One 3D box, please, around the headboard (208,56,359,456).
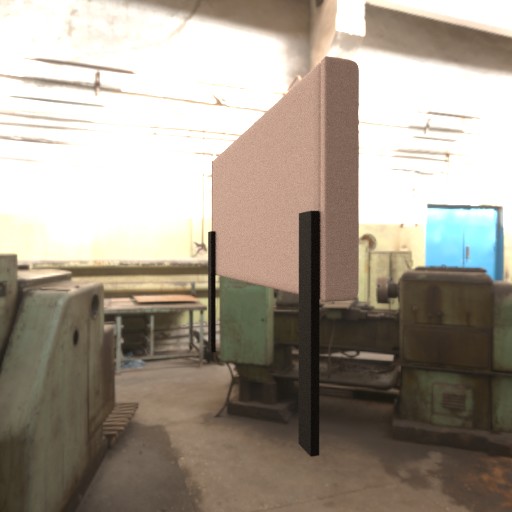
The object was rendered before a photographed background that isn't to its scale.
[{"bbox_3d":[0.000,0.000,2.658,0.184,1.524,2.051,0,1,-18],"label":"headboard"}]
